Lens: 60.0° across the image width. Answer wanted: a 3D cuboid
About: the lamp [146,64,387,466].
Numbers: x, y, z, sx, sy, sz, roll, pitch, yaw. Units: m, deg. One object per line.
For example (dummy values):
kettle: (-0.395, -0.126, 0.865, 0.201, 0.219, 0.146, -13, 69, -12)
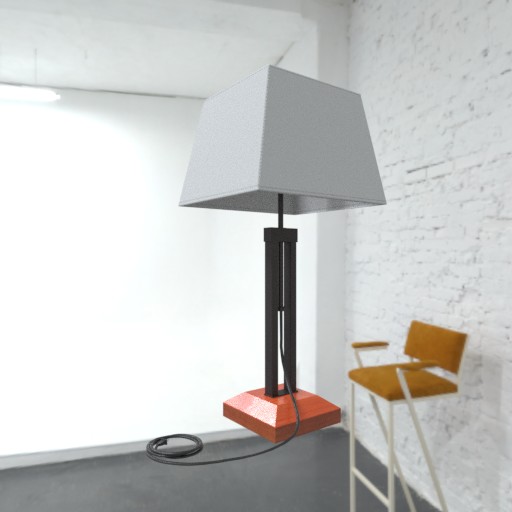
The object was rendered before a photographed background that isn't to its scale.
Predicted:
lamp: (0.000, 0.000, 0.961, 0.498, 0.737, 0.310, 0, 0, -36)
